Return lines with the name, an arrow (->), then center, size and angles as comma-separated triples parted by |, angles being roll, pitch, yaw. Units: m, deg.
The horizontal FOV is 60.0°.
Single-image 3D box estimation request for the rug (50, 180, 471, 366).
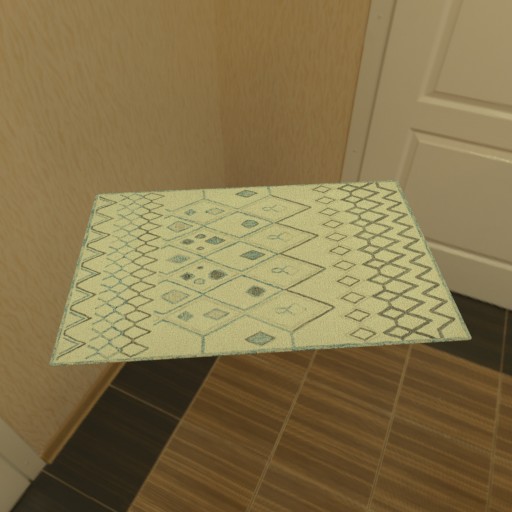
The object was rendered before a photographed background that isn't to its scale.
rug -> 0.000, 0.000, 3.066 | 2.439, 0.015, 1.524 | -3, 47, -3
